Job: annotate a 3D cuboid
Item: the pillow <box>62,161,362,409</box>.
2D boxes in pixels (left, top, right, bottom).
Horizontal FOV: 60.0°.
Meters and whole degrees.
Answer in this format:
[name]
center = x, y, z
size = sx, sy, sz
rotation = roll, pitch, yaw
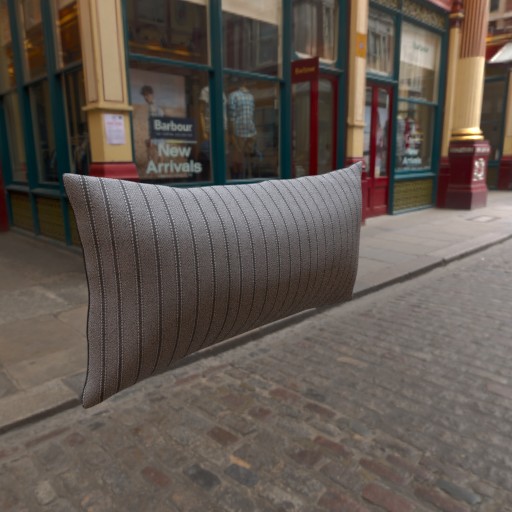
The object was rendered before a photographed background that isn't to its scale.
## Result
[pillow]
center = 0.000, 0.000, 0.732
size = 0.609, 0.305, 0.151
rotation = -12, 17, -44
